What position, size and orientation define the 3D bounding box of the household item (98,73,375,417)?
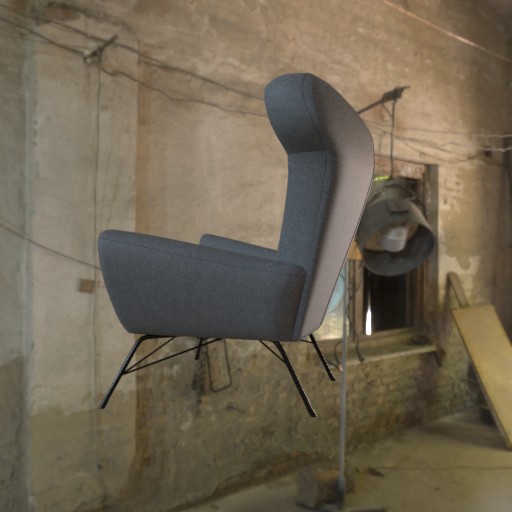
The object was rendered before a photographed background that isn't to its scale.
[{"bbox_3d":[0.000,0.000,1.743,0.900,1.050,0.980,0,0,18],"label":"household item"}]
